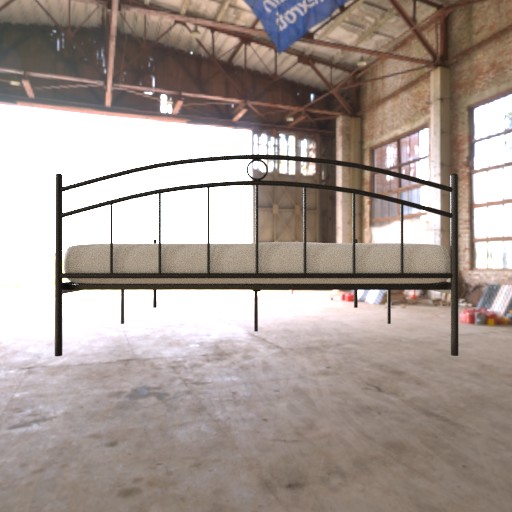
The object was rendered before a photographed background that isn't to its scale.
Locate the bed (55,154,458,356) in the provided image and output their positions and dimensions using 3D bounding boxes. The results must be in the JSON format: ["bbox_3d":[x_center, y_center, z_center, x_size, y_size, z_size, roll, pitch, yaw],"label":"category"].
[{"bbox_3d":[0.000,0.000,3.073,1.880,0.940,2.040,0,0,0],"label":"bed"}]
